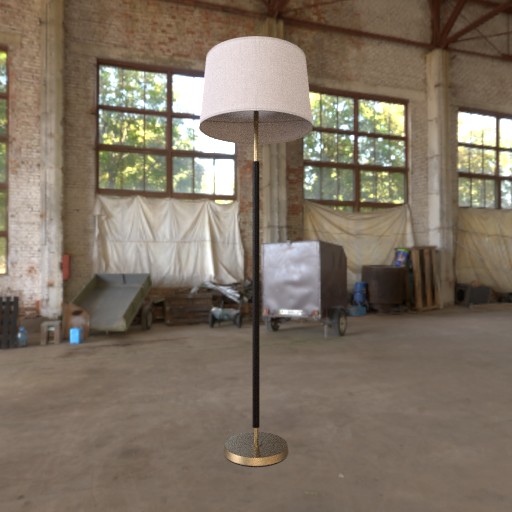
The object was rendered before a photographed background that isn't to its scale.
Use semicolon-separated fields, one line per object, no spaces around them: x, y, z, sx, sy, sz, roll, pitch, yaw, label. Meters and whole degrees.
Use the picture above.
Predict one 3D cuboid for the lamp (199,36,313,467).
0.000;0.000;1.640;0.420;1.447;0.420;0;-1;0;lamp
